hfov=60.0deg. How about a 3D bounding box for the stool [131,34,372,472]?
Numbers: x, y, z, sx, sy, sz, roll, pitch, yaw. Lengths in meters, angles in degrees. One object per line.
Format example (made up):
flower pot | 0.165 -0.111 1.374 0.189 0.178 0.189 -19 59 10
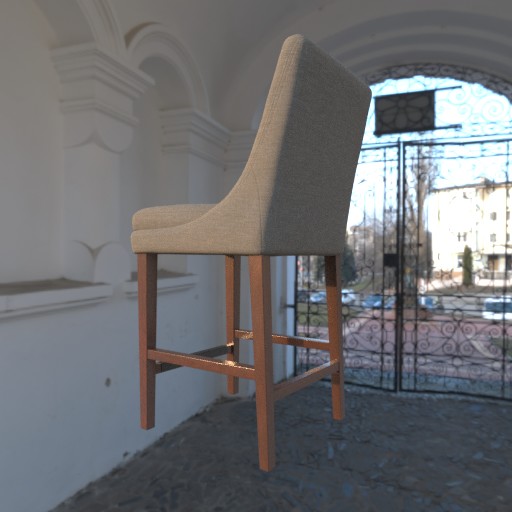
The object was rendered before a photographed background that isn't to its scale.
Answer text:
stool | 0.000 0.000 1.280 0.577 0.981 0.470 0 0 36
